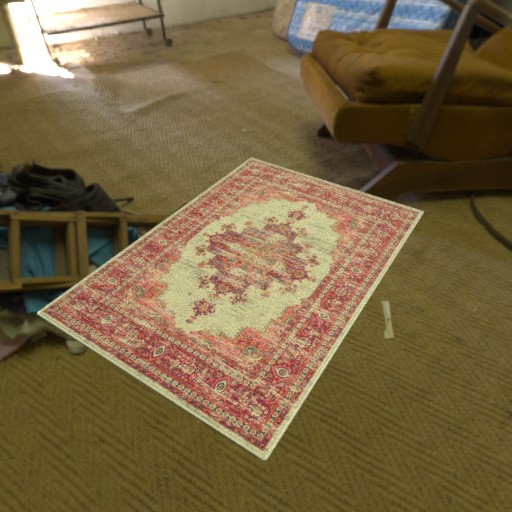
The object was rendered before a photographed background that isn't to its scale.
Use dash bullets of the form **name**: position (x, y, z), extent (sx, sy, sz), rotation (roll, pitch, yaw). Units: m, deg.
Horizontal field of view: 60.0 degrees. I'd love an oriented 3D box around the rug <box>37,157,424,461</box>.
- **rug**: position (0.000, 0.000, 2.293), extent (1.217, 0.011, 1.747), rotation (23, 45, 25)
